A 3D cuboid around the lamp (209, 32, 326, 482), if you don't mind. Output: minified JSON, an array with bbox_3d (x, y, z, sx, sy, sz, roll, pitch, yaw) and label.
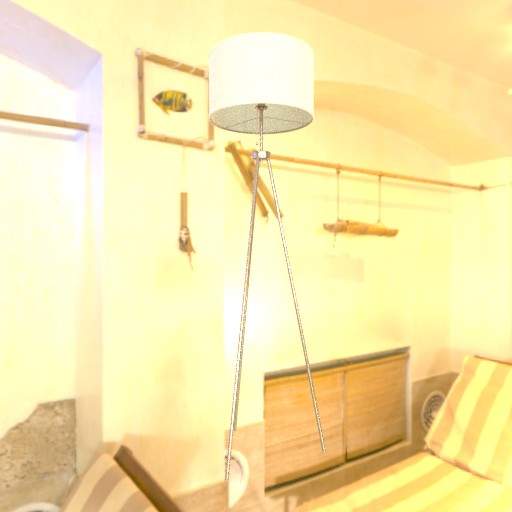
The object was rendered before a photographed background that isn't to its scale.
[{"bbox_3d":[0.000,0.000,1.749,0.448,1.545,0.458,0,0,-36],"label":"lamp"}]
